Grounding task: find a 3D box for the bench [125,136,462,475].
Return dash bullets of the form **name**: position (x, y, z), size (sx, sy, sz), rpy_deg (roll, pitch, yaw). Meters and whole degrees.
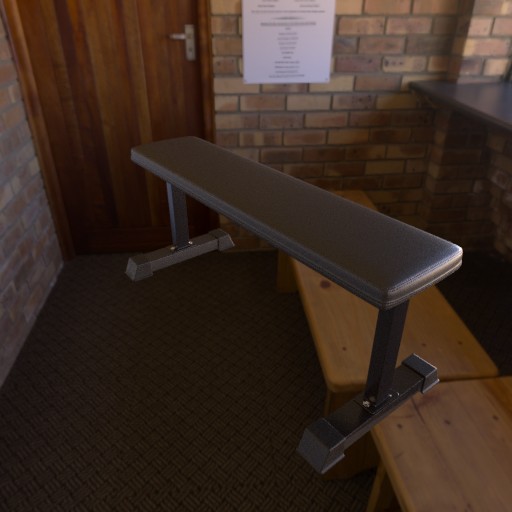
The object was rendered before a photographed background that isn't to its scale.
- **bench**: position (0.000, 0.000, 1.286), size (0.439, 0.453, 1.072), rpy_deg (-21, 36, -32)
